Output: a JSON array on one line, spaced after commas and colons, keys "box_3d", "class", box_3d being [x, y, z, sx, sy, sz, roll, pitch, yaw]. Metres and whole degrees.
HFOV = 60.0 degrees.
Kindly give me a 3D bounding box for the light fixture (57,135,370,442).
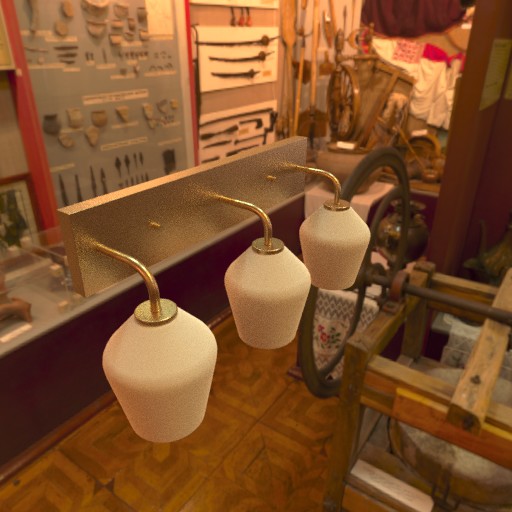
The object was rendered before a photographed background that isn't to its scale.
[{"box_3d": [0.000, 0.000, 0.727, 0.190, 0.280, 0.609, 18, 32, 32], "class": "light fixture"}]
